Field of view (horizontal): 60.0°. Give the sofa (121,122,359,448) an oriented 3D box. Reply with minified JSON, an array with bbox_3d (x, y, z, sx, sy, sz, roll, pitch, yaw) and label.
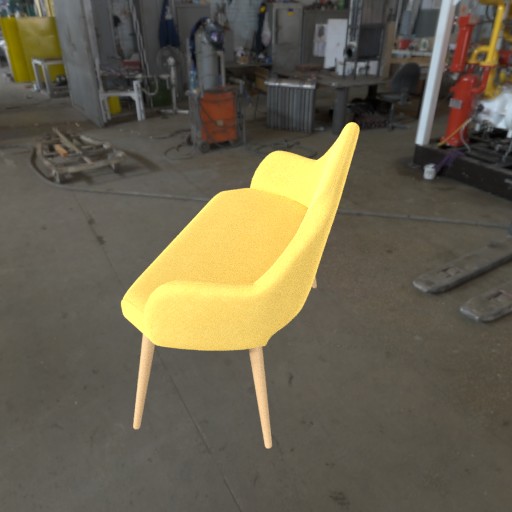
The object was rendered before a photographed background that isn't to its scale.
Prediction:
[{"bbox_3d":[0.000,0.000,1.631,0.610,0.840,1.150,8,31,13],"label":"sofa"}]
